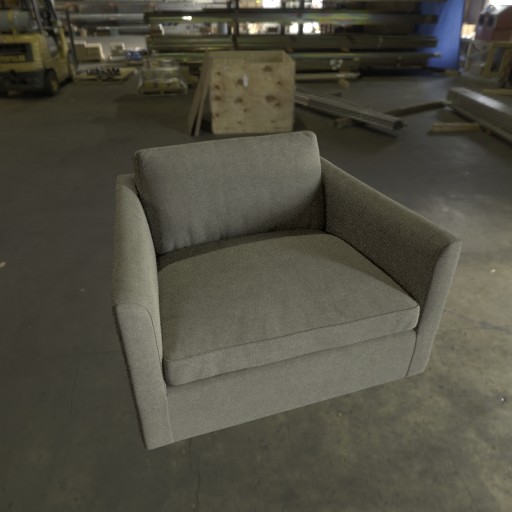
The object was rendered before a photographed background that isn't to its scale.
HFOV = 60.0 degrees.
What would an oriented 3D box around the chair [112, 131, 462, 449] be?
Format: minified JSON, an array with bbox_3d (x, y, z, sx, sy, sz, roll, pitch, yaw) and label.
[{"bbox_3d":[0.000,0.000,1.934,1.190,0.845,1.091,-10,33,-16],"label":"chair"}]
